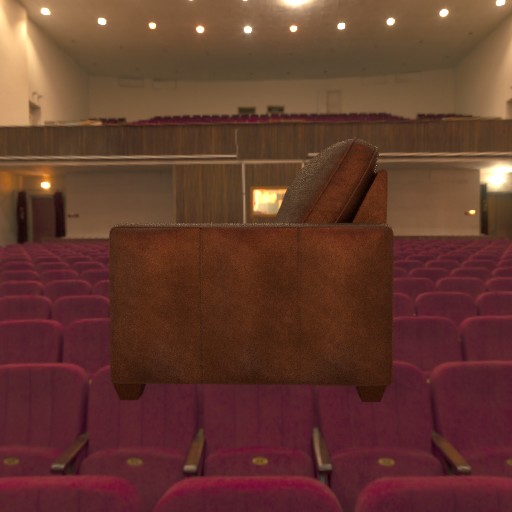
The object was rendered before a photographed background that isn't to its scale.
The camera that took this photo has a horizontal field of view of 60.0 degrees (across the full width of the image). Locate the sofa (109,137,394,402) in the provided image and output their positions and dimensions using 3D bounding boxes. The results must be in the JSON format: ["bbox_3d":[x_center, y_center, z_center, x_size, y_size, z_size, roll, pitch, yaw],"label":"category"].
[{"bbox_3d":[0.000,0.000,2.284,0.939,0.916,1.732,0,2,1],"label":"sofa"}]
